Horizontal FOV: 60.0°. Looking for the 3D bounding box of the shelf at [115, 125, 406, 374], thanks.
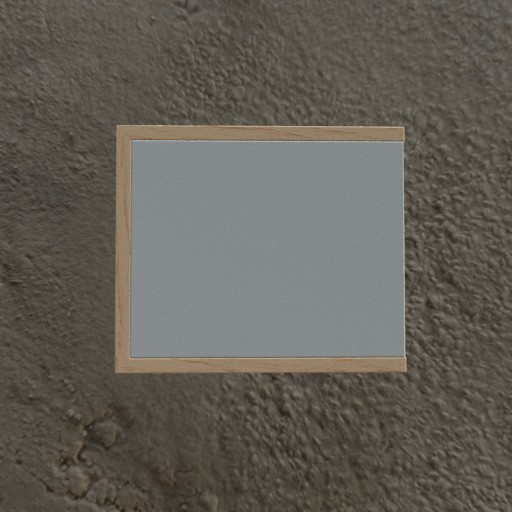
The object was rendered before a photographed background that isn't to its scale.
[{"bbox_3d":[0.000,0.000,0.743,0.290,0.600,0.250,0,89,-1],"label":"shelf"}]
